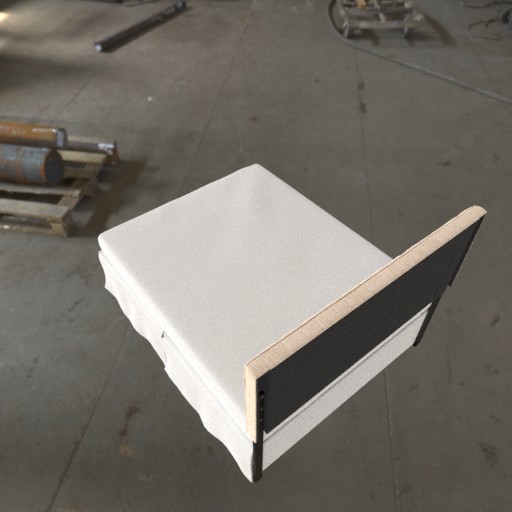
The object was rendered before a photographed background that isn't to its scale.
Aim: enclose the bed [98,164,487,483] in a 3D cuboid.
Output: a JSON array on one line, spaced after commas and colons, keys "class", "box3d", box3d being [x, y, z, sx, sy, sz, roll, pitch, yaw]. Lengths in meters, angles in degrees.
[{"class": "bed", "box3d": [0.000, 0.000, 2.997, 1.643, 1.270, 1.978, -30, 52, -26]}]
